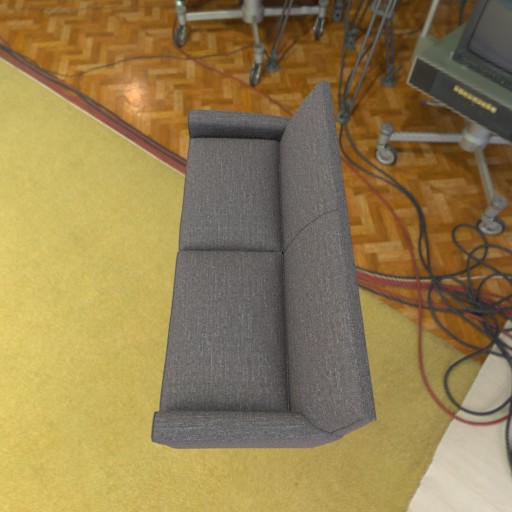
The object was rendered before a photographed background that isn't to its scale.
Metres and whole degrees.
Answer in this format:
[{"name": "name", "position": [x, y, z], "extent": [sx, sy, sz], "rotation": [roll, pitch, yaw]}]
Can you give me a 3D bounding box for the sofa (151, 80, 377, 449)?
[{"name": "sofa", "position": [0.000, 0.000, 2.451], "extent": [0.875, 0.846, 1.976], "rotation": [0, 58, 0]}]
